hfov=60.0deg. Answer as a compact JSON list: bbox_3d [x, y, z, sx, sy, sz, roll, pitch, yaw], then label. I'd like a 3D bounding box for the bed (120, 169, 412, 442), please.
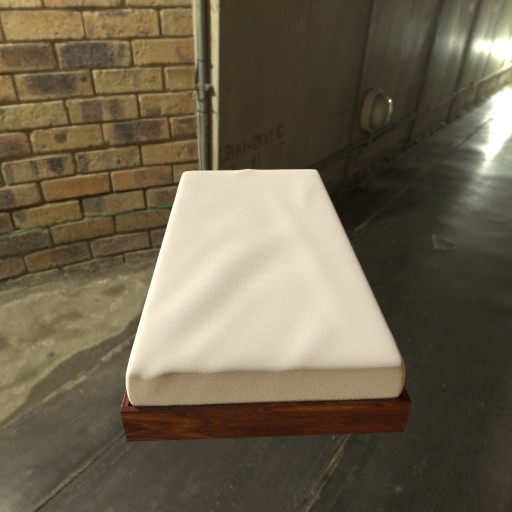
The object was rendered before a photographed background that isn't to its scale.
[{"bbox_3d":[0.000,0.000,2.218,0.940,0.312,1.860,-1,31,-2],"label":"bed"}]
